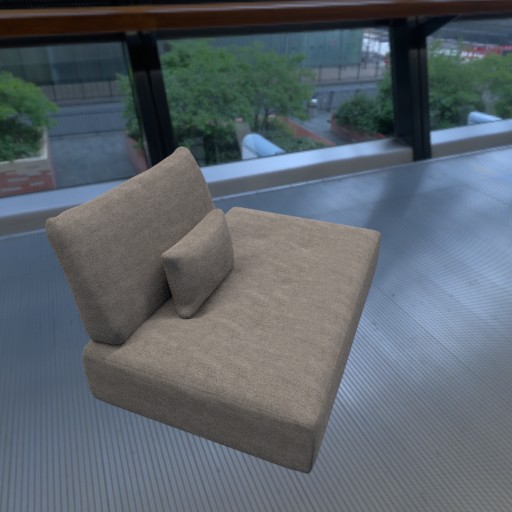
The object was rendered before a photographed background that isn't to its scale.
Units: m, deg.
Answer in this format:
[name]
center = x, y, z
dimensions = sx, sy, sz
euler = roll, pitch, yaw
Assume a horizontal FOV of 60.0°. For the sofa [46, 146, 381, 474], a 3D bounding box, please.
[sofa]
center = 0.000, 0.000, 2.055
dimensions = 1.002, 0.820, 1.450
euler = 12, 33, 19
